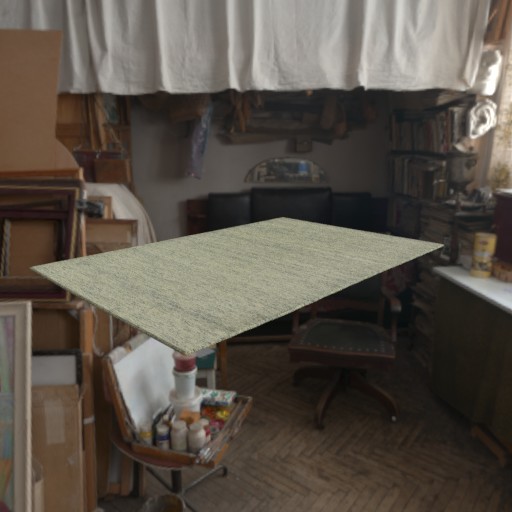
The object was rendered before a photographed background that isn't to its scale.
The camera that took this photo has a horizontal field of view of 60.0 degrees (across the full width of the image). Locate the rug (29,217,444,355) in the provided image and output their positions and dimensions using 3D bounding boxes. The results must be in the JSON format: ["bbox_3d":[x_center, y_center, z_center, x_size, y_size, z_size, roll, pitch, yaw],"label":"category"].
[{"bbox_3d":[0.000,0.000,2.332,1.243,0.014,1.846,15,21,42],"label":"rug"}]
